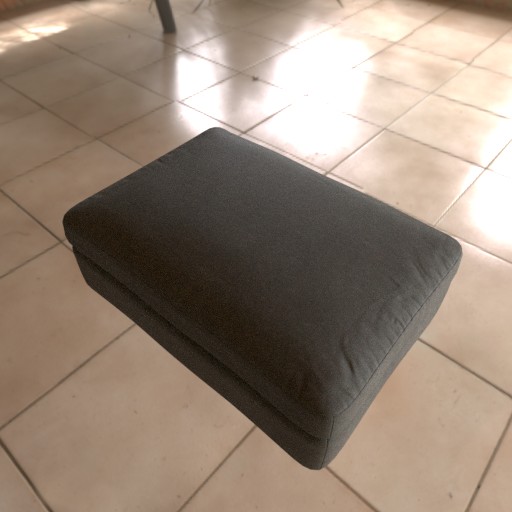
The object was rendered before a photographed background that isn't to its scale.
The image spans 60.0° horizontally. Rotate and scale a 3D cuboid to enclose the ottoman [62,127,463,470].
[{"bbox_3d":[0.000,0.000,1.616,1.199,0.429,0.840,32,54,27],"label":"ottoman"}]
